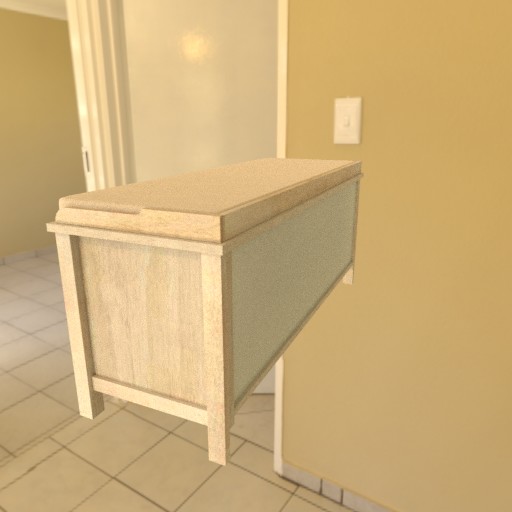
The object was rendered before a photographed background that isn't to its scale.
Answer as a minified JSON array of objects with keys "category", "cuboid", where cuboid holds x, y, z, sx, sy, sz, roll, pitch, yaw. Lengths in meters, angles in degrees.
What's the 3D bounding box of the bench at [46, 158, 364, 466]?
[{"category":"bench","cuboid":[0.000,0.000,1.357,0.398,0.501,1.140,8,19,23]}]
